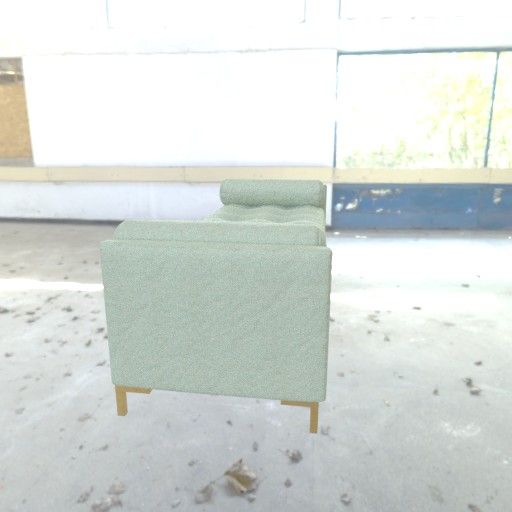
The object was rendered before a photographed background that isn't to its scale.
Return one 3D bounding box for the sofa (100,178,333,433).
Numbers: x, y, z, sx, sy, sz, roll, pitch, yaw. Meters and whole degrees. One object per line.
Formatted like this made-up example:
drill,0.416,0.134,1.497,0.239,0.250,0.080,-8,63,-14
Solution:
sofa,0.000,0.000,2.481,0.796,0.705,2.102,2,15,8
